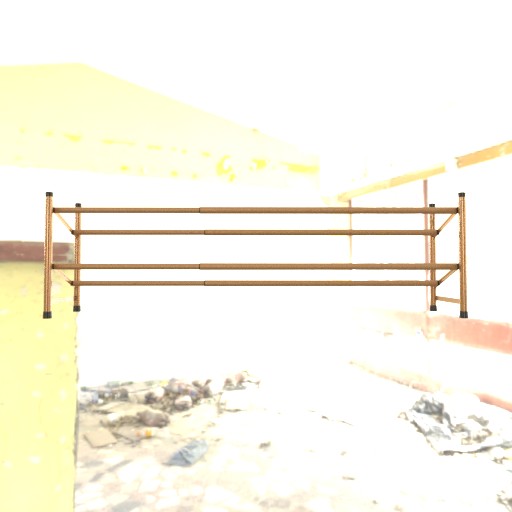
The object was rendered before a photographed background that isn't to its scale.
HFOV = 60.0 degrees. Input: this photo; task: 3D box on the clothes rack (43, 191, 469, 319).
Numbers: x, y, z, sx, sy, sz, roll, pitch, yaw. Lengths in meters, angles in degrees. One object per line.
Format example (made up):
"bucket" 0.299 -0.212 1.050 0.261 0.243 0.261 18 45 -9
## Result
"clothes rack" 0.000 0.000 1.326 1.168 0.349 0.229 0 -2 0
